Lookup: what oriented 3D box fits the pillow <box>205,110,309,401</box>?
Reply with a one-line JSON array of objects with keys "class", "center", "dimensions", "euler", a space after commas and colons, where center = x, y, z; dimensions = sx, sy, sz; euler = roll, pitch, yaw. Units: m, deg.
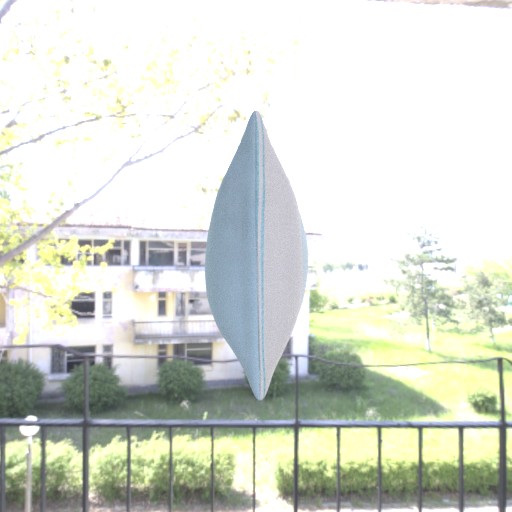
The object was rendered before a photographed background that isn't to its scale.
[{"class": "pillow", "center": [0.000, 0.000, 0.740], "dimensions": [0.151, 0.287, 0.610], "euler": [0, 0, -1]}]
